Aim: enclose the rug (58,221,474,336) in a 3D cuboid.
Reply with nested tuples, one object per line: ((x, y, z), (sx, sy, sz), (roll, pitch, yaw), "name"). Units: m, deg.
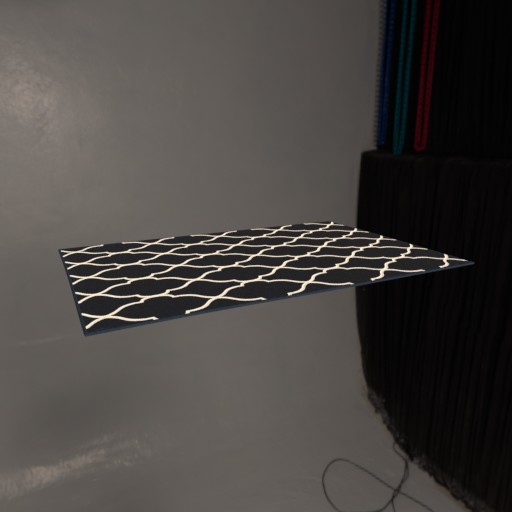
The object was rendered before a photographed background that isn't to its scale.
((0.000, 0.000, 2.908), (2.294, 0.014, 1.528), (-8, 17, -26), "rug")
